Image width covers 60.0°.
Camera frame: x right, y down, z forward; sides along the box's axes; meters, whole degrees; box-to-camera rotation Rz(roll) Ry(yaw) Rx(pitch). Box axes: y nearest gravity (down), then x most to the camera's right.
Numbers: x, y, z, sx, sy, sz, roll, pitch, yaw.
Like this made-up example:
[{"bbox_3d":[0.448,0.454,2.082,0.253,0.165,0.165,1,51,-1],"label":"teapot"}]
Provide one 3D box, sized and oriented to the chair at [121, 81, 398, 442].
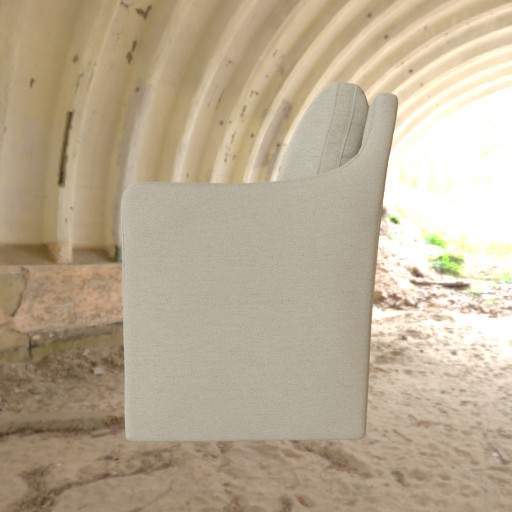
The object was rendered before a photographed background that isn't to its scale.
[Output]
[{"bbox_3d":[0.000,0.000,1.370,0.694,0.914,0.626,0,0,-1],"label":"chair"}]
